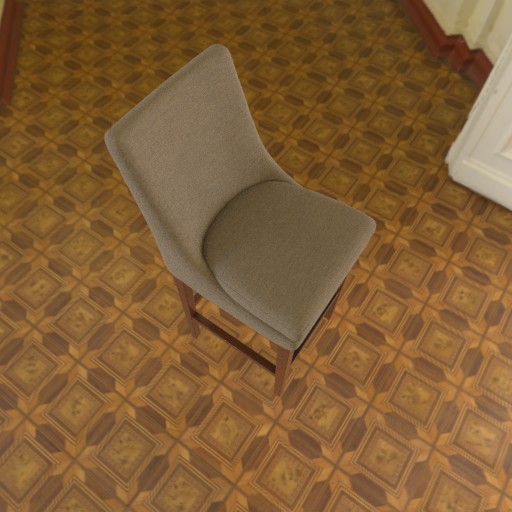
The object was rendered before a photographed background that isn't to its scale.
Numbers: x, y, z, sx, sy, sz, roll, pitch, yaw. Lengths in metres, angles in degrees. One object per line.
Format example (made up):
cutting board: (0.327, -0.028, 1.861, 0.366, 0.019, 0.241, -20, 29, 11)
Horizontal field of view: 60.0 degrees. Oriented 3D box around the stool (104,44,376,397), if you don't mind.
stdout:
stool: (0.000, 0.000, 1.425, 0.577, 1.078, 0.470, 31, 64, 17)
